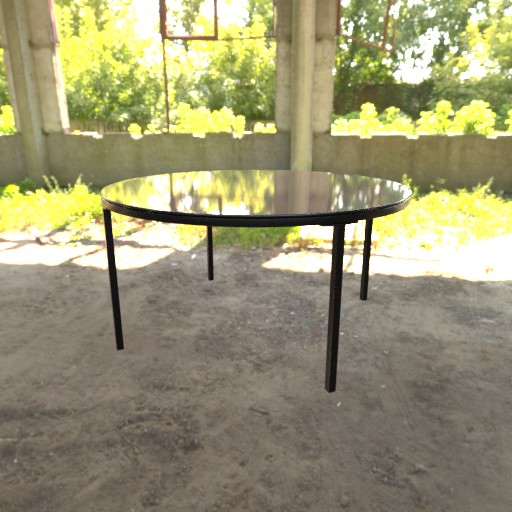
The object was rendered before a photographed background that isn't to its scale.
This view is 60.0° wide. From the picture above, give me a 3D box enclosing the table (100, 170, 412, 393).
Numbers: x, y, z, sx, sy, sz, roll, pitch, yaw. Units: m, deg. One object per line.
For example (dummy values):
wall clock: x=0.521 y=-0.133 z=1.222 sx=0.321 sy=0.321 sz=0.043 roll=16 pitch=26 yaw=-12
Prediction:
table: x=0.000 y=0.000 z=1.255 sx=0.800 sy=0.400 sz=0.800 roll=0 pitch=17 yaw=0
